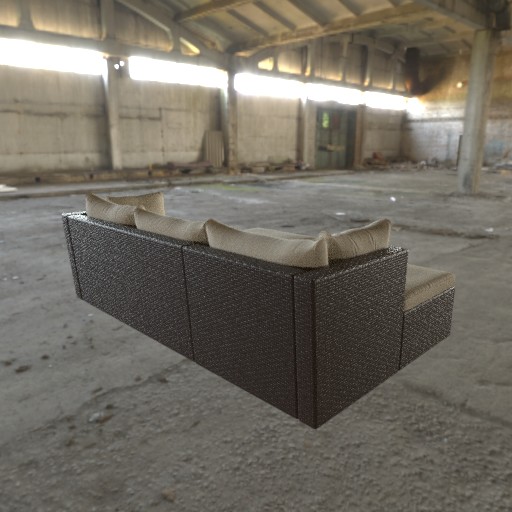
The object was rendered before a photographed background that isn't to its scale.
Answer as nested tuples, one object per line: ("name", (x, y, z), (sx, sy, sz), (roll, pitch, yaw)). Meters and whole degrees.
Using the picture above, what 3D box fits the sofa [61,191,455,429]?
("sofa", (0.000, 0.000, 2.895), (1.612, 0.766, 2.192), (-13, 19, -43))
